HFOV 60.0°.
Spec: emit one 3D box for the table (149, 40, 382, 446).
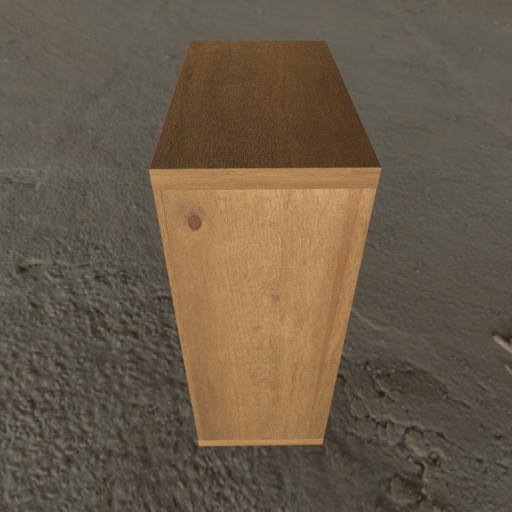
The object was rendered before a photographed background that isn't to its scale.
[{"bbox_3d":[0.000,0.000,1.706,0.524,1.294,0.901,-1,42,-1],"label":"table"}]
